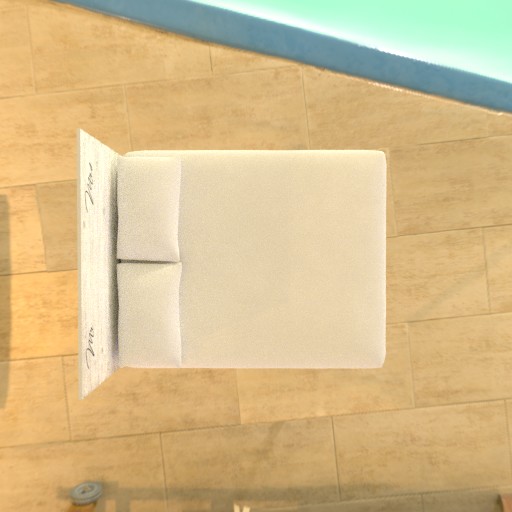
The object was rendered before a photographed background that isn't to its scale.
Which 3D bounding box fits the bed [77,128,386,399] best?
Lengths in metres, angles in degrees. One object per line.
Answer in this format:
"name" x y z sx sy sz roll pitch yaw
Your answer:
"bed" 0.000 0.000 3.273 2.094 1.335 1.745 0 91 1
